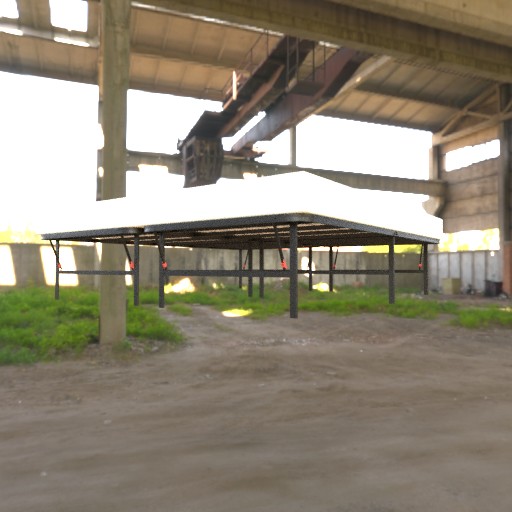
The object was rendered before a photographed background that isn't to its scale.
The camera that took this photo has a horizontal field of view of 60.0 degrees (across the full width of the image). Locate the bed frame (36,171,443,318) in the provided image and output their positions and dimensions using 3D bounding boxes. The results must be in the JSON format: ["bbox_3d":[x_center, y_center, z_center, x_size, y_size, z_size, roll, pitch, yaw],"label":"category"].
[{"bbox_3d":[0.000,0.000,3.020,1.930,0.559,2.032,-1,-2,36],"label":"bed frame"}]
